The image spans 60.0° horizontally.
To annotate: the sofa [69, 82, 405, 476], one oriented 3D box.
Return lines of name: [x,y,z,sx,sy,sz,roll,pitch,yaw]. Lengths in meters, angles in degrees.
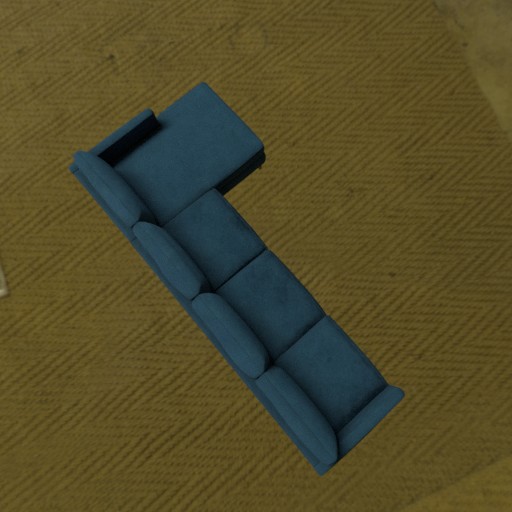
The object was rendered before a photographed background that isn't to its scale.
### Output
sofa: [0.000,0.000,3.424,1.350,0.810,2.932,-40,80,-9]
